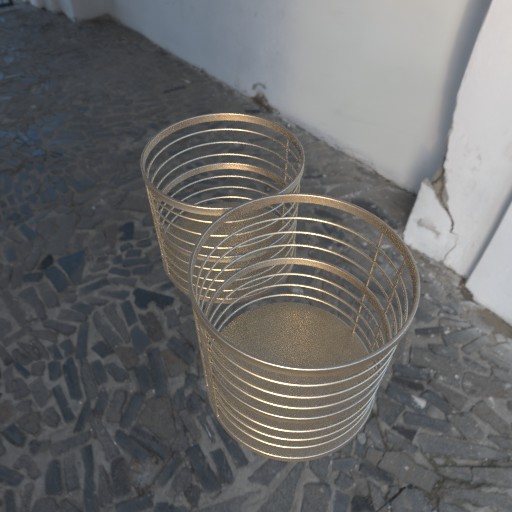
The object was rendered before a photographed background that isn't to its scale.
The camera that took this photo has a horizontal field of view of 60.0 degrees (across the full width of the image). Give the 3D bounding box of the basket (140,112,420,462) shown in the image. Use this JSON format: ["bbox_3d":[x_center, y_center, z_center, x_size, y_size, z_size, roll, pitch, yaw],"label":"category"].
[{"bbox_3d":[0.000,0.000,0.938,0.356,0.351,0.746,-16,49,-14],"label":"basket"}]
